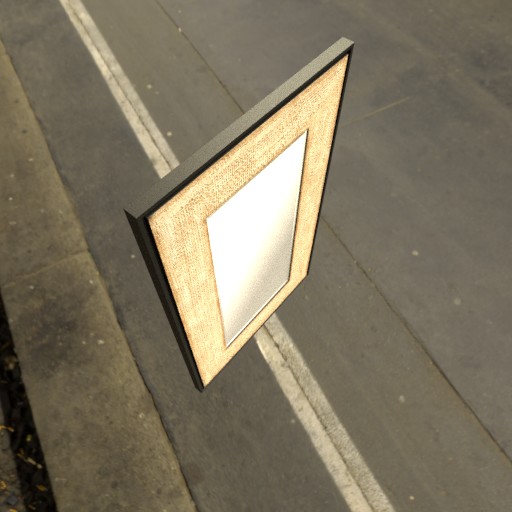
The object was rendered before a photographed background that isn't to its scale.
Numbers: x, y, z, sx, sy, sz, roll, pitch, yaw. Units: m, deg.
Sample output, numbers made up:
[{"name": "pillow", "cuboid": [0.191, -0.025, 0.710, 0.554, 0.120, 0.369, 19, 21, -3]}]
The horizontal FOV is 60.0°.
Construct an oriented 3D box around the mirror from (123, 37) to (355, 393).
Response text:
[{"name": "mirror", "cuboid": [0.000, 0.000, 1.531, 0.038, 1.219, 0.762, 35, 64, 20]}]
